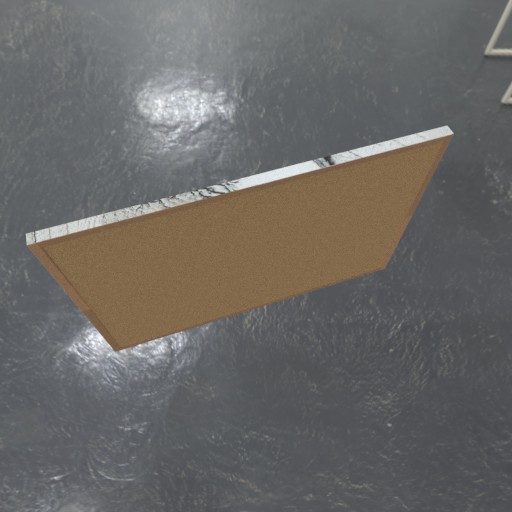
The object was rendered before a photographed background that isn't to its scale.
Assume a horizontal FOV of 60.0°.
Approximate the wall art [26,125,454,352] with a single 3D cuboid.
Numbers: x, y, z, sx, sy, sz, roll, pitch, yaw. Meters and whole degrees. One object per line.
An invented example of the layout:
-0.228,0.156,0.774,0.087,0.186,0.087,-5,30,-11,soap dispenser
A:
0.000,0.000,1.462,1.141,0.758,0.035,-16,60,-9,wall art
